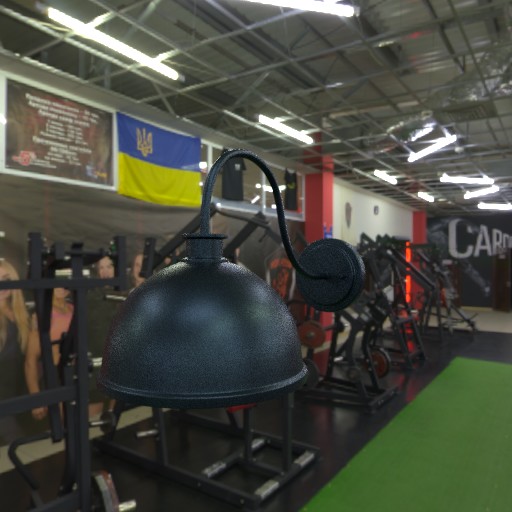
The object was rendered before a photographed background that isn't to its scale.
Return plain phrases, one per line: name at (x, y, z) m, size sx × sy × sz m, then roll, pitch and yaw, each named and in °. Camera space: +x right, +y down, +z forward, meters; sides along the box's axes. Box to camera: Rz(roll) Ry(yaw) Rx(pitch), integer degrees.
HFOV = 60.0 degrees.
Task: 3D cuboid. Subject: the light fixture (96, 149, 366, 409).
light fixture at (0.000, 0.000, 0.635) m, size 0.253 × 0.295 × 0.467 m, roll 0°, pitch 0°, yaw 37°
